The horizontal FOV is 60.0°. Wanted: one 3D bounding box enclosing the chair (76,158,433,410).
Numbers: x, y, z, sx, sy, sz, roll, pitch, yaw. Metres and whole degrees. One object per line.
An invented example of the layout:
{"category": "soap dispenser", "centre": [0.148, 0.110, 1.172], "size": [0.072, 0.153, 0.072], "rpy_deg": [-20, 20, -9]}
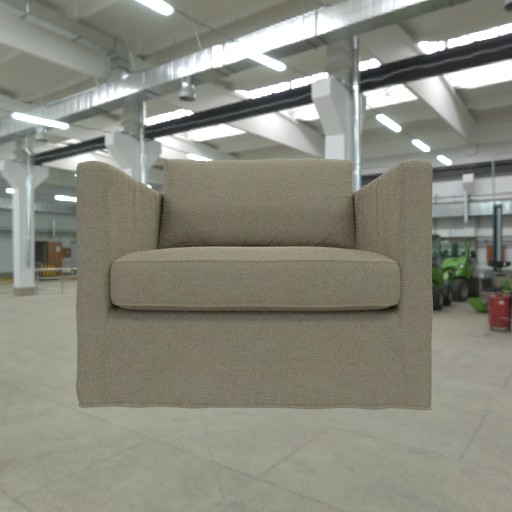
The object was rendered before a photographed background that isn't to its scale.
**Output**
{"category": "chair", "centre": [0.000, 0.000, 1.716], "size": [1.057, 0.863, 0.949], "rpy_deg": [0, 1, 1]}
